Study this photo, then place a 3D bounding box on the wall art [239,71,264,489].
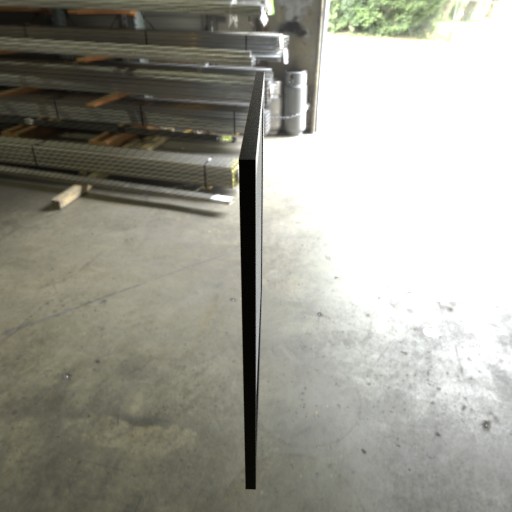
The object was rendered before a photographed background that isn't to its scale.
[{"bbox_3d":[0.000,0.000,0.656,0.014,0.445,0.446,1,31,1],"label":"wall art"}]
